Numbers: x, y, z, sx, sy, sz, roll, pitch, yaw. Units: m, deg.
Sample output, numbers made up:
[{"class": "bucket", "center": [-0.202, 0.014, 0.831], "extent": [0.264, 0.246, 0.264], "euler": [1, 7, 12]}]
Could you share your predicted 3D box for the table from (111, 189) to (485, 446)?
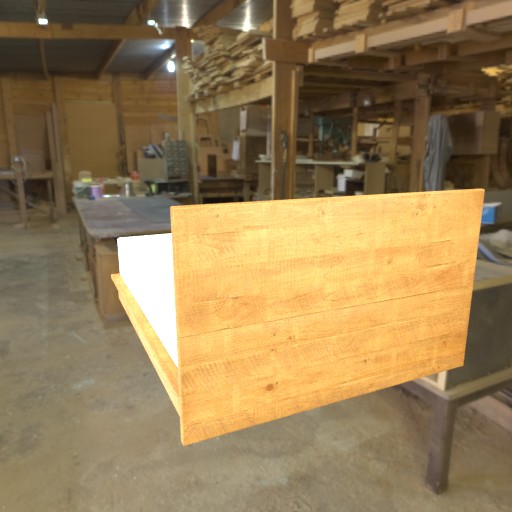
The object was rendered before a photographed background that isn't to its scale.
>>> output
[{"class": "table", "center": [0.000, 0.000, 3.094], "extent": [1.707, 1.041, 2.149], "euler": [-6, 15, -24]}]
